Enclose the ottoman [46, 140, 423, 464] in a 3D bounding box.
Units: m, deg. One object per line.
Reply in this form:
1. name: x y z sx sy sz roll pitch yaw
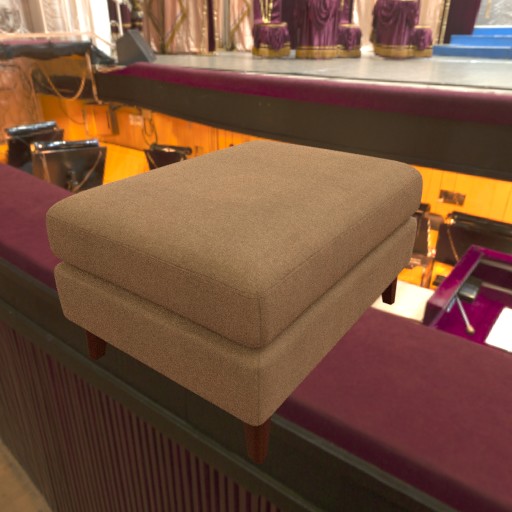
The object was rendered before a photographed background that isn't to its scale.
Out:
1. ottoman: 0.000 0.000 1.198 0.610 0.478 0.823 18 32 32
